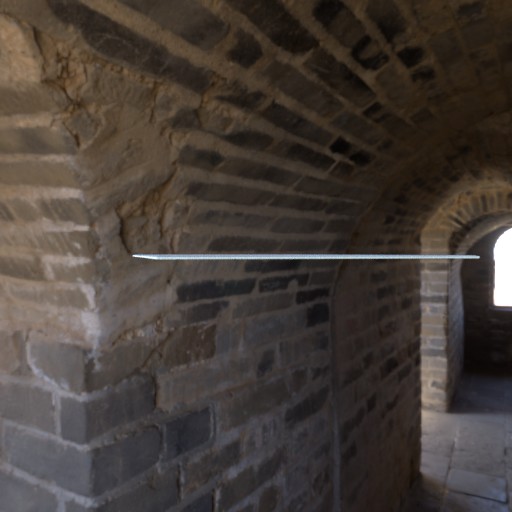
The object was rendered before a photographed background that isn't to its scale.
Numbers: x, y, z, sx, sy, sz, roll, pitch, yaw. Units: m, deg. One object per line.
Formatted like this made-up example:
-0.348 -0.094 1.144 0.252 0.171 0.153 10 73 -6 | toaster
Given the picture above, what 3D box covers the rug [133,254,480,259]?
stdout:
0.000 0.000 3.568 1.819 0.018 2.746 0 0 -18 | rug
